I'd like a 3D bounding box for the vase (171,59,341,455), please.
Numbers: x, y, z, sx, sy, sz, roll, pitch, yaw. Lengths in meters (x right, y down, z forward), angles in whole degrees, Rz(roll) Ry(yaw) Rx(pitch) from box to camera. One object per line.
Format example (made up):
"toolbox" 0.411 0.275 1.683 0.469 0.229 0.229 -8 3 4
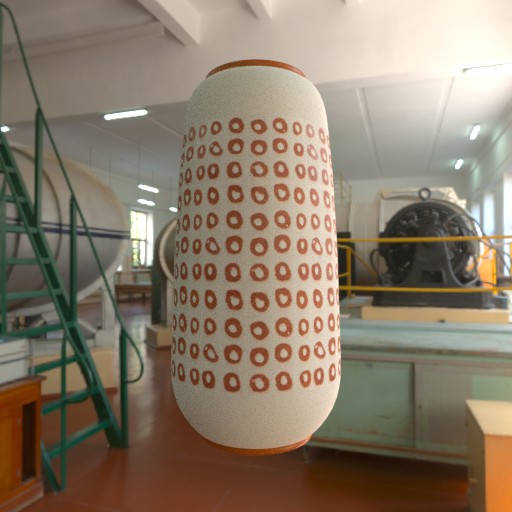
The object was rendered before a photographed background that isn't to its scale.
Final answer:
"vase" 0.000 0.000 0.356 0.133 0.282 0.133 0 -1 0
